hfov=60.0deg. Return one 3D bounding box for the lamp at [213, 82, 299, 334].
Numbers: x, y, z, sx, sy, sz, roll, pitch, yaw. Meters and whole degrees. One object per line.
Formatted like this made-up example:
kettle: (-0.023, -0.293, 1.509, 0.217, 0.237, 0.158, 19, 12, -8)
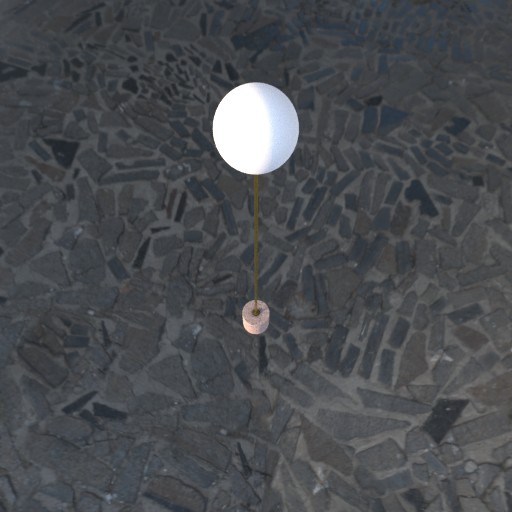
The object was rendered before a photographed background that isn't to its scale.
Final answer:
lamp: (0.000, 0.000, 1.859, 0.229, 1.748, 0.229, 30, 67, 14)
